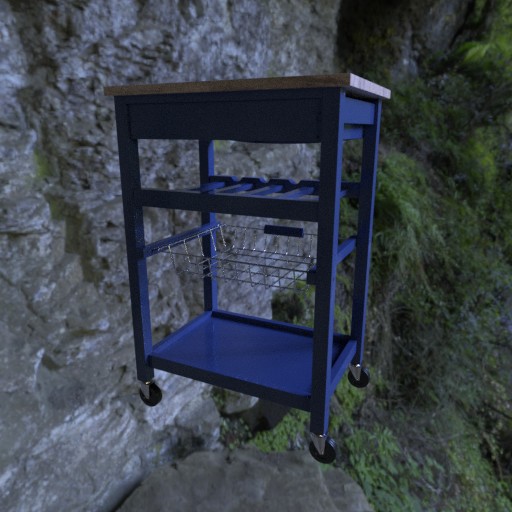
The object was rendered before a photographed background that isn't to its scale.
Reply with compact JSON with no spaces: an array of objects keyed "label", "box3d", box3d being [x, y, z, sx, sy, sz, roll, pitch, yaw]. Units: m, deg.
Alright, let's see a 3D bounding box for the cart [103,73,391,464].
[{"label":"cart","box3d":[0.000,0.000,1.182,0.584,0.839,0.403,8,18,25]}]
